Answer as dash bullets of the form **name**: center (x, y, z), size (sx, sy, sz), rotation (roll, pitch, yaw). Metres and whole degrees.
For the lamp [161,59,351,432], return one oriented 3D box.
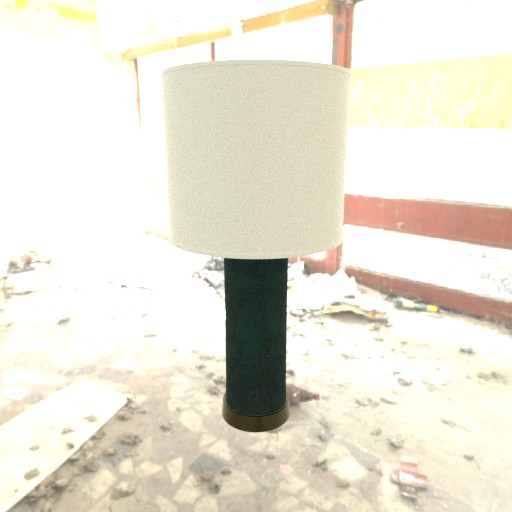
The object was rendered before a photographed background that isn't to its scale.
- **lamp**: center (0.000, 0.000, 0.791), size (0.301, 0.630, 0.301), rotation (-7, 16, -26)
